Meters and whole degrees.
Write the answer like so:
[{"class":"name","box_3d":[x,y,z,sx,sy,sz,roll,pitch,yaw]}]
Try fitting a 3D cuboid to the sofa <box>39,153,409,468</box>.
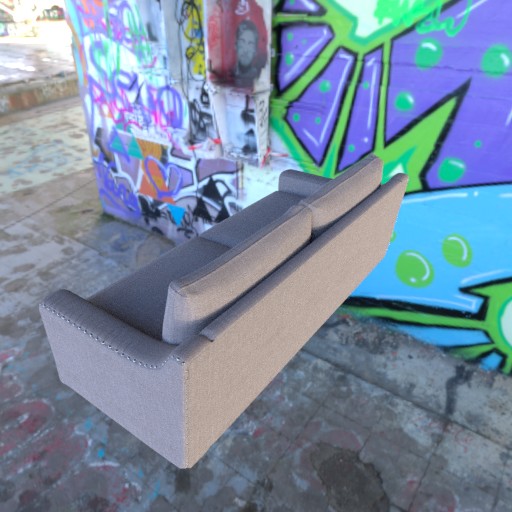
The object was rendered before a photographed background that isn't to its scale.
[{"class":"sofa","box_3d":[0.000,0.000,2.643,1.000,0.857,2.208,20,37,30]}]
